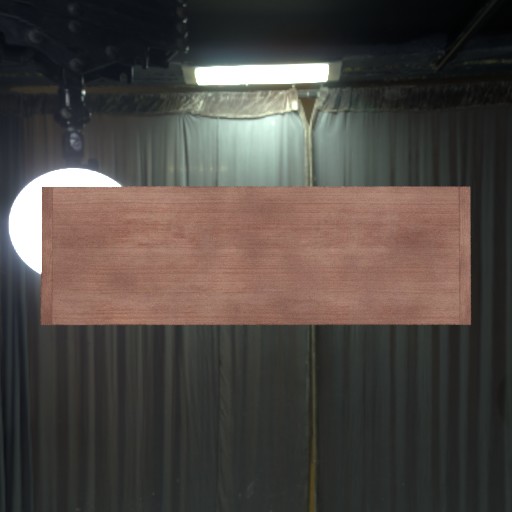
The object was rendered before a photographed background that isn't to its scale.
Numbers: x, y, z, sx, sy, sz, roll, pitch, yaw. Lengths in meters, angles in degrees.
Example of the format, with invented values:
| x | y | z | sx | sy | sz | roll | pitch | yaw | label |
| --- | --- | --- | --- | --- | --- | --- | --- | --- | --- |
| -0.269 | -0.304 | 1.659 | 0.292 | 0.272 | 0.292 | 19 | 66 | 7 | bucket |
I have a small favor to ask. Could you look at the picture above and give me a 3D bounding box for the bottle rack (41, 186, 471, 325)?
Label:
| x | y | z | sx | sy | sz | roll | pitch | yaw | label |
| --- | --- | --- | --- | --- | --- | --- | --- | --- | --- |
| 0.000 | 0.000 | 0.690 | 0.608 | 0.196 | 0.126 | 0 | 0 | 0 | bottle rack |
